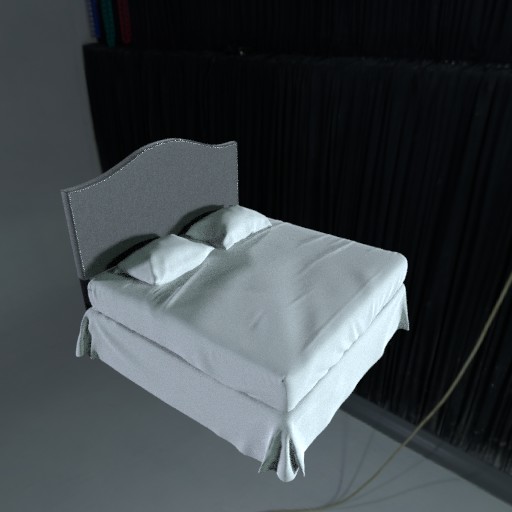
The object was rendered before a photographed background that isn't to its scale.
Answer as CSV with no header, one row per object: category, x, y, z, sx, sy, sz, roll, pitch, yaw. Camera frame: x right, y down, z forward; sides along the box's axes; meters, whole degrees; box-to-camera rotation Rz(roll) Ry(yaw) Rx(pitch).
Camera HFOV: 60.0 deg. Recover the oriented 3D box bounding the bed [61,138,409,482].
bed,0.000,0.000,3.692,2.219,1.651,2.314,19,33,32
